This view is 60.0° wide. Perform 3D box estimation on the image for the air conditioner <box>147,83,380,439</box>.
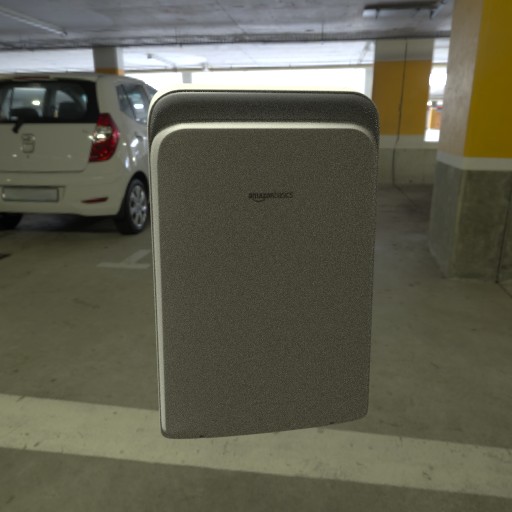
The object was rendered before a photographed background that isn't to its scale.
[{"bbox_3d":[0.000,0.000,0.959,0.454,0.700,0.365,-3,17,-8],"label":"air conditioner"}]
